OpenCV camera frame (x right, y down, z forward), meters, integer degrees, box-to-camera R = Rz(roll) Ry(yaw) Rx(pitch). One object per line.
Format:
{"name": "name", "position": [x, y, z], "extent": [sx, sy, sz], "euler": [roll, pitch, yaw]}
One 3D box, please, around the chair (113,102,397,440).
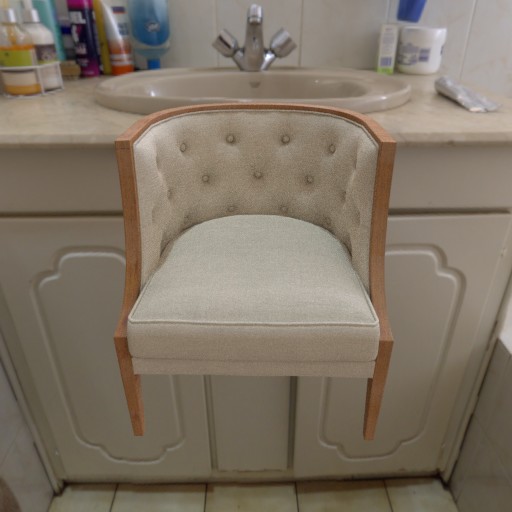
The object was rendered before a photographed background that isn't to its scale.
{"name": "chair", "position": [0.000, 0.000, 1.366], "extent": [0.711, 0.775, 0.757], "euler": [1, 29, 1]}
